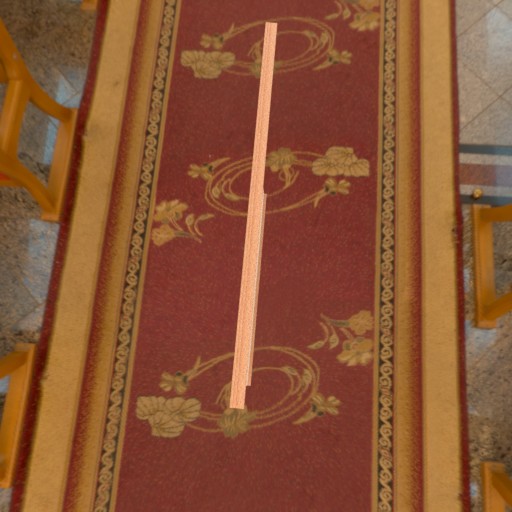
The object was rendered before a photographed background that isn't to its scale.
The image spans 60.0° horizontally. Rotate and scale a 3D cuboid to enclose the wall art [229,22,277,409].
[{"bbox_3d":[0.000,0.000,0.687,0.013,0.508,0.406,5,76,1],"label":"wall art"}]
